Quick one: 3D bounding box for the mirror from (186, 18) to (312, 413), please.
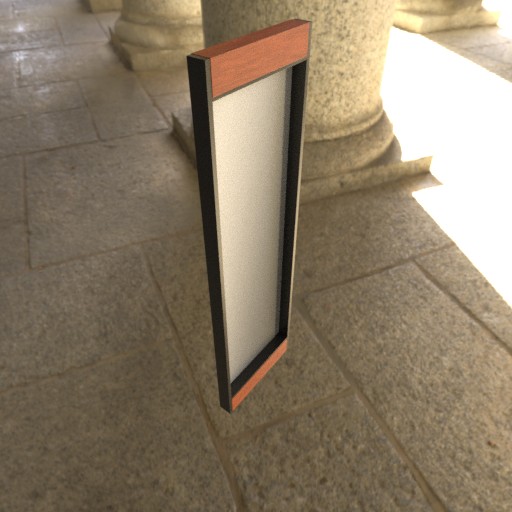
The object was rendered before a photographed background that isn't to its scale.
[{"bbox_3d":[0.000,0.000,1.227,0.047,1.123,0.343,26,47,28],"label":"mirror"}]
